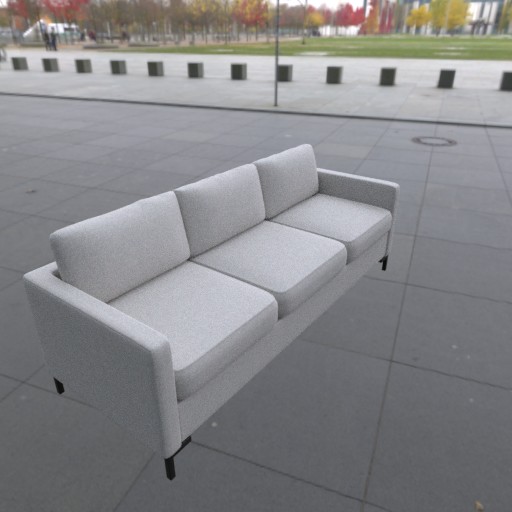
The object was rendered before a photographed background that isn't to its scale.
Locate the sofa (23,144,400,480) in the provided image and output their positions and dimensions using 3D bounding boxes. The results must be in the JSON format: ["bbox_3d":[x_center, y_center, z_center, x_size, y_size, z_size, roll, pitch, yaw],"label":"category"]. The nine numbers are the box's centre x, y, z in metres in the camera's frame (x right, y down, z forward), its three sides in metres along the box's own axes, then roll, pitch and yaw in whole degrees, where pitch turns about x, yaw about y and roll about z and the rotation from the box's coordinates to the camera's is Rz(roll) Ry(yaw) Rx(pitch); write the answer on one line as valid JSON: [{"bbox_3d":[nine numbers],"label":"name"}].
[{"bbox_3d":[0.000,0.000,2.544,0.859,0.874,2.218,19,32,32],"label":"sofa"}]
